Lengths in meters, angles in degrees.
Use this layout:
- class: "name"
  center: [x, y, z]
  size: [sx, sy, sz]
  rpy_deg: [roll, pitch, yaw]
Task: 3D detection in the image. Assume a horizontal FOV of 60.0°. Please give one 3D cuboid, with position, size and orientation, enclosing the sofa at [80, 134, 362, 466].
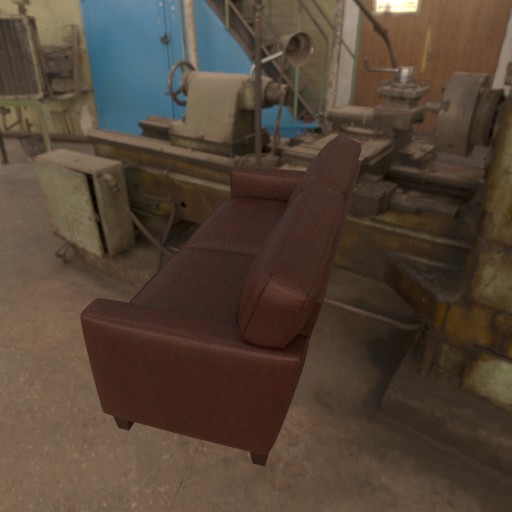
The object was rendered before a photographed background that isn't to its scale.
- class: "sofa"
  center: [0.000, 0.000, 2.369]
  size: [0.912, 0.928, 1.876]
  rpy_deg: [8, 31, 14]
